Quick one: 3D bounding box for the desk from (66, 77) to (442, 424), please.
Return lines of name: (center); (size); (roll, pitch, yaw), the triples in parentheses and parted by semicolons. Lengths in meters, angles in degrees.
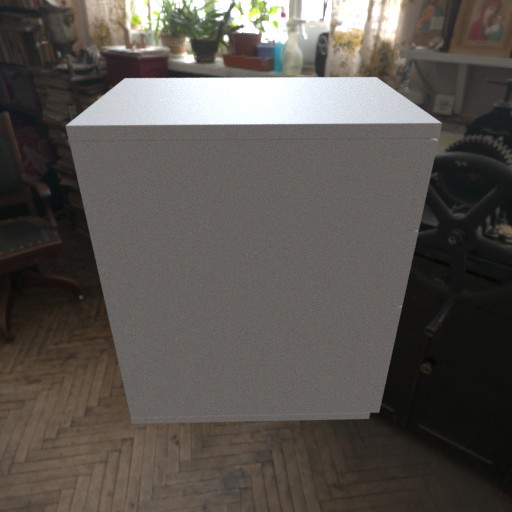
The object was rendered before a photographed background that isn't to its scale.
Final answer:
desk: (0.000, 0.000, 1.055); (0.600, 0.730, 0.404); (-1, 32, -1)
